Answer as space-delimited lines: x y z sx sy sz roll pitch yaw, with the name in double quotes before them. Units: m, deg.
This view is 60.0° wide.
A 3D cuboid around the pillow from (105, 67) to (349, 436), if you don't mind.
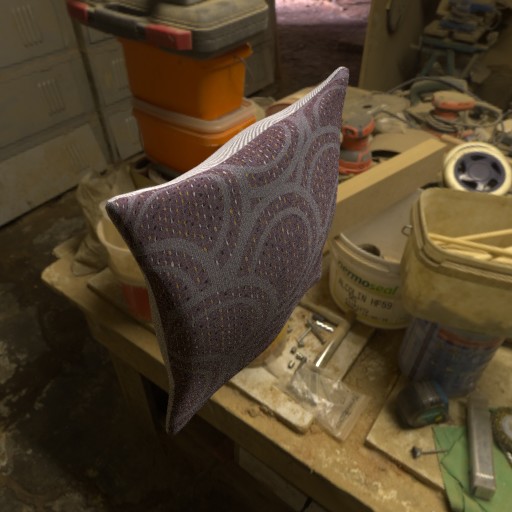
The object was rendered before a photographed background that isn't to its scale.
"pillow" 0.000 0.000 0.783 0.163 0.513 0.514 27 48 27
